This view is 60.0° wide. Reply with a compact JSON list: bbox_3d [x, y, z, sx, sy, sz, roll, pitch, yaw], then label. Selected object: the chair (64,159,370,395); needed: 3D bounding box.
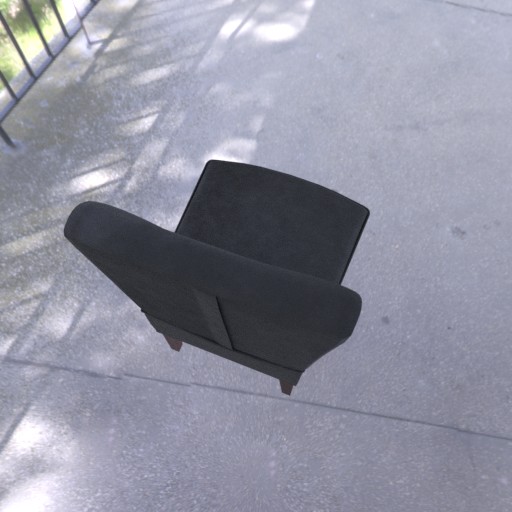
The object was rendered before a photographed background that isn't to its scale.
[{"bbox_3d":[0.000,0.000,1.178,0.521,0.806,0.554,19,65,9],"label":"chair"}]
